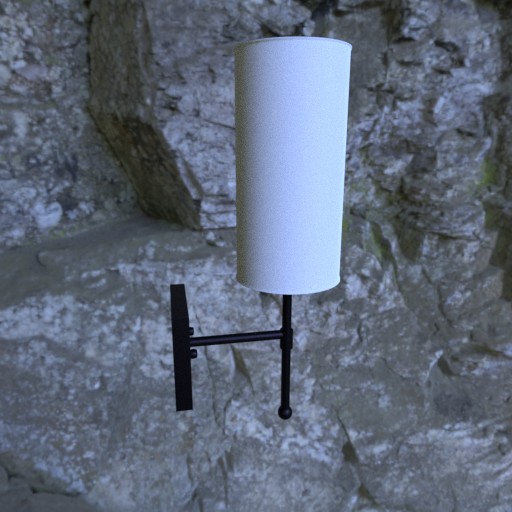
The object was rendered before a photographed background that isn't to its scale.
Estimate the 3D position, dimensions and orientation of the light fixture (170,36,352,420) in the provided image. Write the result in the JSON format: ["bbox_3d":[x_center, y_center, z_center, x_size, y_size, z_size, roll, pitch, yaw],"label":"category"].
[{"bbox_3d":[0.000,0.000,0.535,0.208,0.462,0.128,-3,15,-11],"label":"light fixture"}]
